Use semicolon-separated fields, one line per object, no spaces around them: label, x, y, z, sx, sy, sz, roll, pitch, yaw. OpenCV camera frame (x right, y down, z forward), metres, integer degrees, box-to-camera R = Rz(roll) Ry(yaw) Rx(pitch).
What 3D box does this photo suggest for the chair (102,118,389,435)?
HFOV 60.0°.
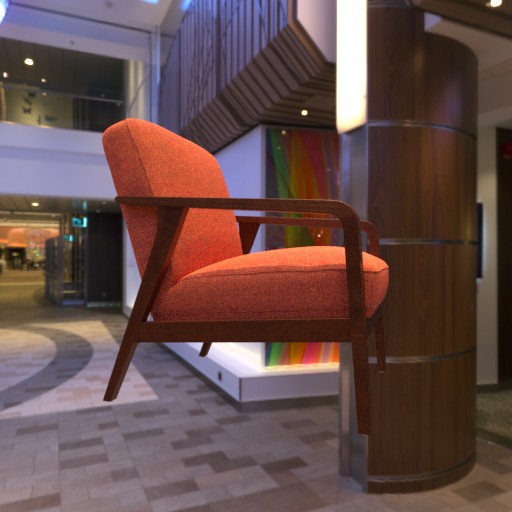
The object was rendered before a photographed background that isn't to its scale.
chair;0.000;0.000;1.537;0.860;0.890;0.719;0;0;19
